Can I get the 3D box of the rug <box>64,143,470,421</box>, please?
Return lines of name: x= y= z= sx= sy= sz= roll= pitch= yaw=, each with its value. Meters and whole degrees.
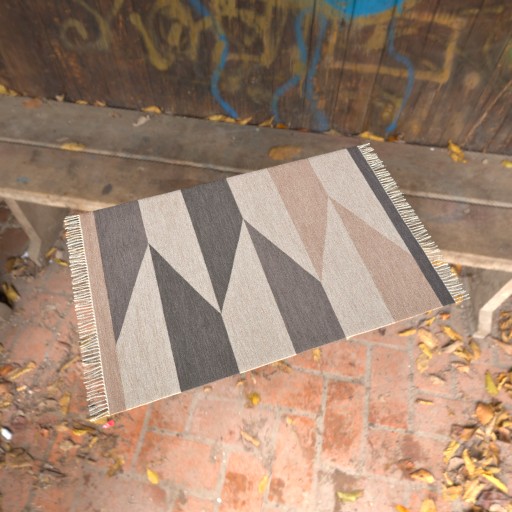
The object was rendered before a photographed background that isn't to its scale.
rug: x=0.000 y=0.000 z=2.495 sx=2.021 sy=0.027 sz=1.224 roll=-16 pitch=59 yaw=-10
